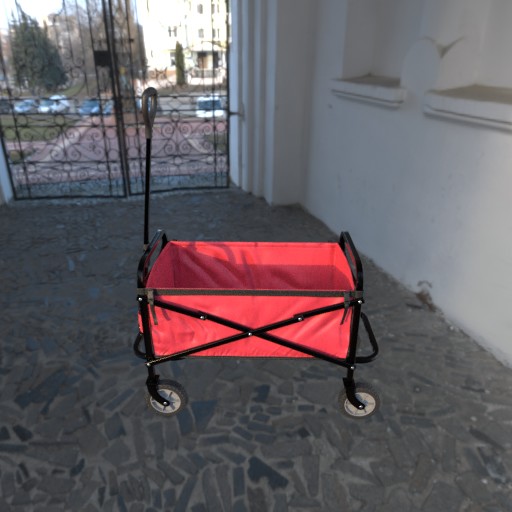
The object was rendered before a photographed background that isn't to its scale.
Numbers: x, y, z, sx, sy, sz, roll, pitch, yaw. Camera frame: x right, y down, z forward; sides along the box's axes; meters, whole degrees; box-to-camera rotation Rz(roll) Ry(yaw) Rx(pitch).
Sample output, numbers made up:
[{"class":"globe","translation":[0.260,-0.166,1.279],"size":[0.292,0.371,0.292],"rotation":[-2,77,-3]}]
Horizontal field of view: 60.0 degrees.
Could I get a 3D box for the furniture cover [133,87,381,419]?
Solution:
[{"class":"furniture cover","translation":[0.000,0.000,1.814],"size":[1.038,1.295,0.532],"rotation":[1,25,1]}]
